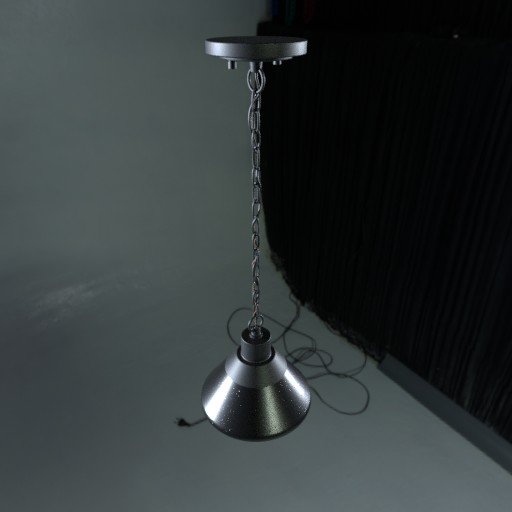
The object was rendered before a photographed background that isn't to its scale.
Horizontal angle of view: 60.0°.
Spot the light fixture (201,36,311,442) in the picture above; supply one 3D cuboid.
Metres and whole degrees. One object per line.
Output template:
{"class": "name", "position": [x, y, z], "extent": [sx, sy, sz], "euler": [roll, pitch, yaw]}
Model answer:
{"class": "light fixture", "position": [0.000, 0.000, 0.668], "extent": [0.201, 0.588, 0.201], "euler": [-22, 36, -33]}
